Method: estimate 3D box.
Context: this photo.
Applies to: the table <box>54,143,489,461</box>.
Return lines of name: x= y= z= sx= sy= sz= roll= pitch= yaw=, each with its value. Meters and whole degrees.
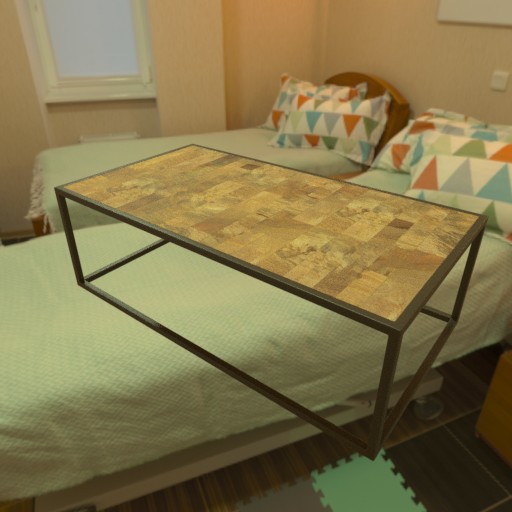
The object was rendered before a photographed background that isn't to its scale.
table: x=0.000 y=0.000 z=1.476 sx=1.199 sy=0.398 sz=0.649 roll=21 pitch=36 yaw=32
